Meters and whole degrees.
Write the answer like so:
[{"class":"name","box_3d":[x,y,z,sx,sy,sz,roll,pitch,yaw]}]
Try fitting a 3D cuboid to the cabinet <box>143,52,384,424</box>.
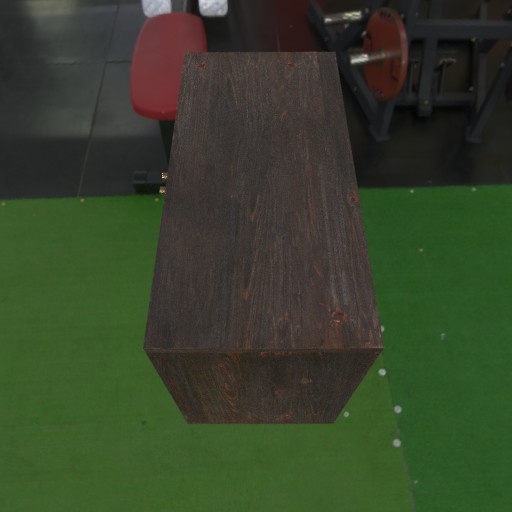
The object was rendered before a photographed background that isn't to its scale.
[{"class":"cabinet","box_3d":[0.000,0.000,1.563,0.529,0.897,1.023,0,57,0]}]
